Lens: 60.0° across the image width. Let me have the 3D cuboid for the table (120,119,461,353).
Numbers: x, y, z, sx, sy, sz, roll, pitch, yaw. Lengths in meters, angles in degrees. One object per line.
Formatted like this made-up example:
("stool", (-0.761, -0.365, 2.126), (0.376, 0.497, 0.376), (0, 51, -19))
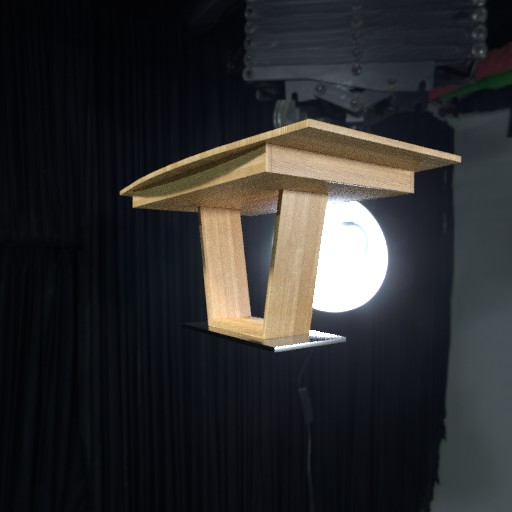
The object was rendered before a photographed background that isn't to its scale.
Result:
("table", (0.000, 0.000, 2.104), (0.900, 0.748, 1.598), (0, -1, -35))
